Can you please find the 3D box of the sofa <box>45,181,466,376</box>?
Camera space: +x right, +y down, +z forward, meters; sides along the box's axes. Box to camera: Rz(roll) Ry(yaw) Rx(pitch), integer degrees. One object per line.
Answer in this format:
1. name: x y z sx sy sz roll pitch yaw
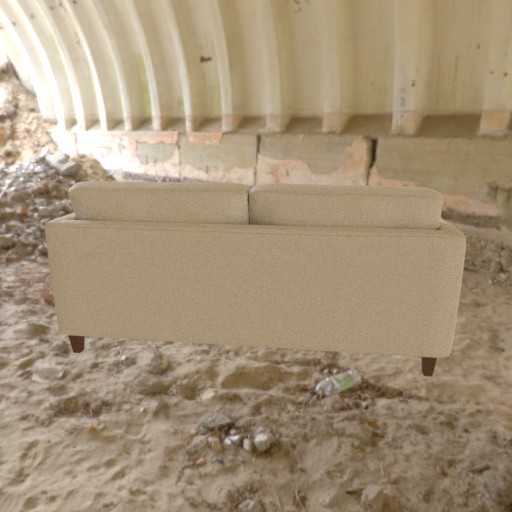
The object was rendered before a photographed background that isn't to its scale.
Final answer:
1. sofa: 0.000 0.000 2.539 1.981 0.889 0.965 2 16 7
